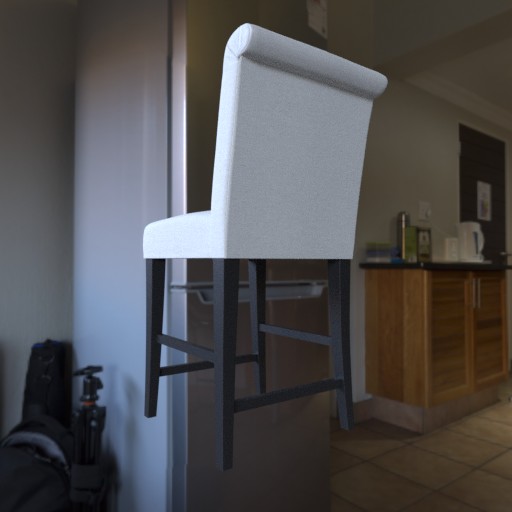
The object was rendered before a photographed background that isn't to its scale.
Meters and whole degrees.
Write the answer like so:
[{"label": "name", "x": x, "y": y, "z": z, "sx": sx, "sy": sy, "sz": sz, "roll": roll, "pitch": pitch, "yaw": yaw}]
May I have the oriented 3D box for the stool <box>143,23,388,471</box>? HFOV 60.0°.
[{"label": "stool", "x": 0.000, "y": 0.000, "z": 1.270, "sx": 0.452, "sy": 0.976, "sz": 0.597, "roll": 1, "pitch": -1, "yaw": -36}]
